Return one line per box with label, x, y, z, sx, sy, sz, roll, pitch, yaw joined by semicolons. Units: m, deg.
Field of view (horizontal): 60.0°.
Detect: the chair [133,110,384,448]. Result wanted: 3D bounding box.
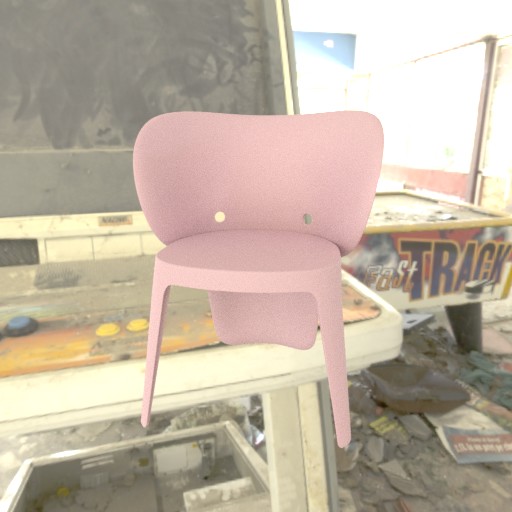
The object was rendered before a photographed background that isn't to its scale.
chair;0.000;0.000;0.863;0.451;0.554;0.402;2;15;9
